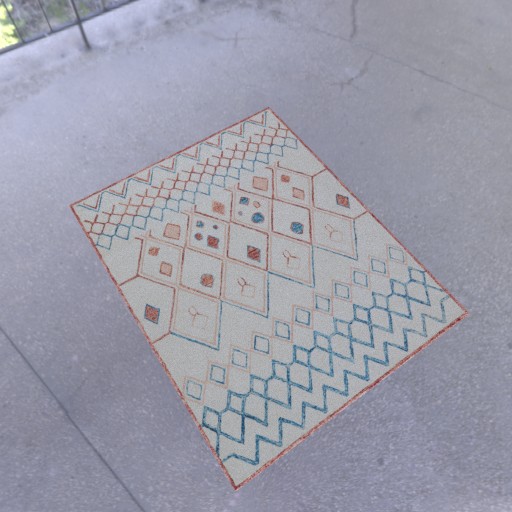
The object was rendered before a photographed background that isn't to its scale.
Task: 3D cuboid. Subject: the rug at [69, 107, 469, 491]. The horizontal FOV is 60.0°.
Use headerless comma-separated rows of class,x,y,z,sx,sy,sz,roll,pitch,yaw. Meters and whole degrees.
rug,0.000,0.000,4.148,2.441,0.016,3.050,-31,66,-16
